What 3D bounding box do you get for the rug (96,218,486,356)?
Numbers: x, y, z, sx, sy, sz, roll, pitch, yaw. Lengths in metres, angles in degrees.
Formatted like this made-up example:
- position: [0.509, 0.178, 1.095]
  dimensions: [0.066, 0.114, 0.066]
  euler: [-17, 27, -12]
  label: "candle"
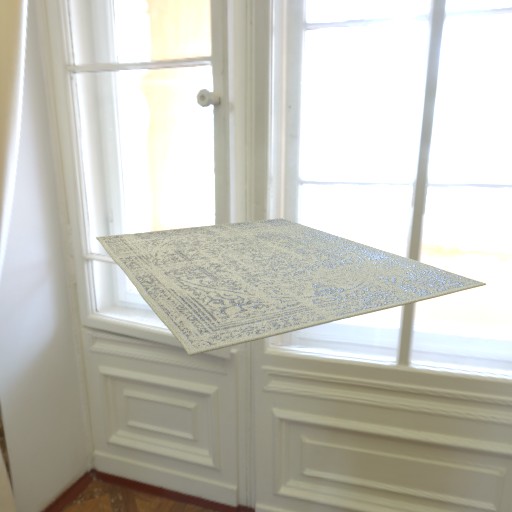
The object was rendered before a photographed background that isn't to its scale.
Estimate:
- position: [0.000, 0.000, 3.977]
  dimensions: [2.311, 0.032, 2.921]
  euler: [-8, 18, -27]
  label: "rug"
